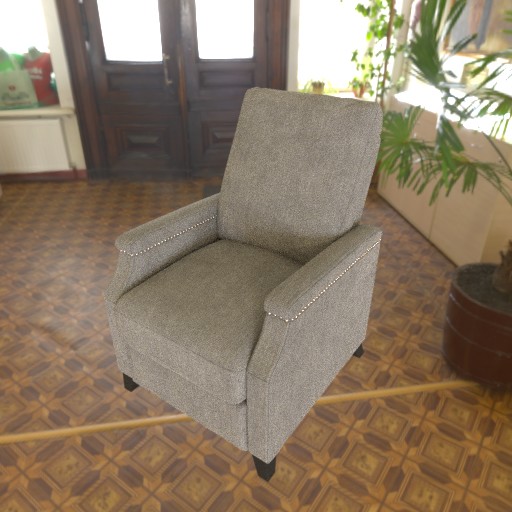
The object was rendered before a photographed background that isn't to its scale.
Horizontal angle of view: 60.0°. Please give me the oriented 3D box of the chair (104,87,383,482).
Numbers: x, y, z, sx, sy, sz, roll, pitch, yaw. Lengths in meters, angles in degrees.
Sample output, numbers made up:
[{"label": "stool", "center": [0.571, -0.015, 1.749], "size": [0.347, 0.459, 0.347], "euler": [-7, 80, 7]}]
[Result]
[{"label": "chair", "center": [0.000, 0.000, 1.619], "size": [0.710, 1.049, 0.922], "euler": [19, 35, 30]}]
